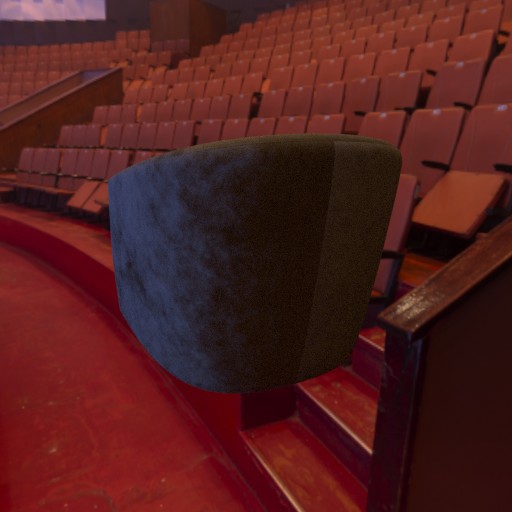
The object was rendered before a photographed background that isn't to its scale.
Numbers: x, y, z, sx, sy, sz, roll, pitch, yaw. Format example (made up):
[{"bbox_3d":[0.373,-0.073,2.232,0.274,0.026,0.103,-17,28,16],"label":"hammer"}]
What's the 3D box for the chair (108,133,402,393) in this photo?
[{"bbox_3d":[0.000,0.000,1.347,0.773,0.698,0.767,-7,15,-25],"label":"chair"}]
